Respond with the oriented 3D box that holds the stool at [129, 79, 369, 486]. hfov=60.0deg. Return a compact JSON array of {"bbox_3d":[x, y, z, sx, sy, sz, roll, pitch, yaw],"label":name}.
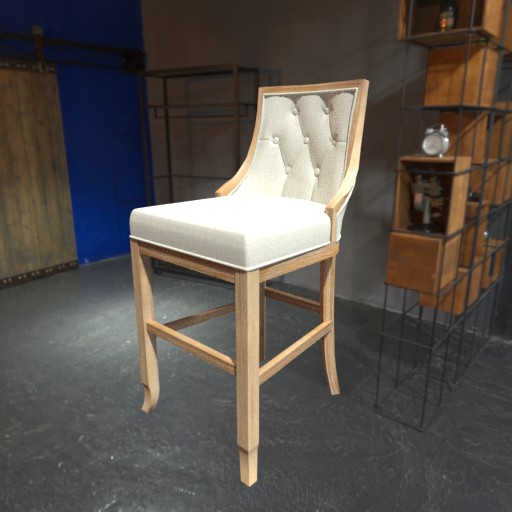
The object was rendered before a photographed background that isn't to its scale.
[{"bbox_3d":[0.000,0.000,1.466,0.524,1.101,0.626,14,21,40],"label":"stool"}]
